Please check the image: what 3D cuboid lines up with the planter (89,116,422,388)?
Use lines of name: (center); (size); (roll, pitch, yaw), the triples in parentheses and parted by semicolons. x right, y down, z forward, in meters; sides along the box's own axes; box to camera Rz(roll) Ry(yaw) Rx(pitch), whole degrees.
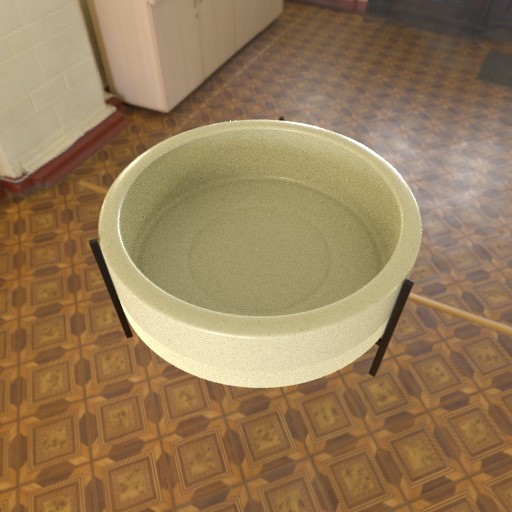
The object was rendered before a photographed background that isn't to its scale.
planter: (0.000, 0.000, 0.531); (0.345, 0.171, 0.336); (-15, 49, -13)
